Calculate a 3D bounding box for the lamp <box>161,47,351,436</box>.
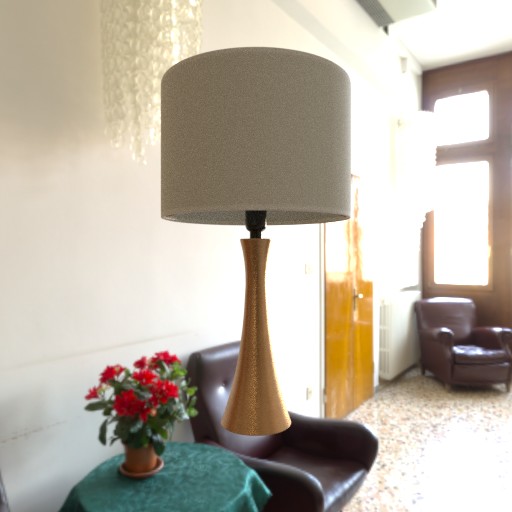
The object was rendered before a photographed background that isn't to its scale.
[{"bbox_3d":[0.000,0.000,0.639,0.268,0.479,0.268,0,0,0],"label":"lamp"}]
